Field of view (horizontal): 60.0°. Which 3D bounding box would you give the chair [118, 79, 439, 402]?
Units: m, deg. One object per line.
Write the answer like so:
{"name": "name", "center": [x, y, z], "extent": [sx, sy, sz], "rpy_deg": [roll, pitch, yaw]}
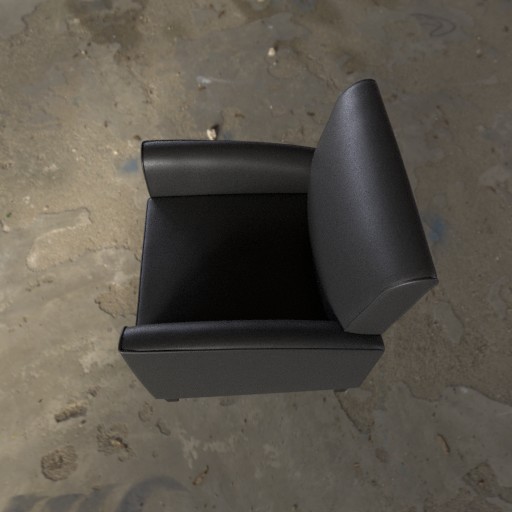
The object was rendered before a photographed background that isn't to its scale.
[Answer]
{"name": "chair", "center": [0.000, 0.000, 1.574], "extent": [0.819, 0.916, 0.820], "rpy_deg": [-3, 58, -2]}
